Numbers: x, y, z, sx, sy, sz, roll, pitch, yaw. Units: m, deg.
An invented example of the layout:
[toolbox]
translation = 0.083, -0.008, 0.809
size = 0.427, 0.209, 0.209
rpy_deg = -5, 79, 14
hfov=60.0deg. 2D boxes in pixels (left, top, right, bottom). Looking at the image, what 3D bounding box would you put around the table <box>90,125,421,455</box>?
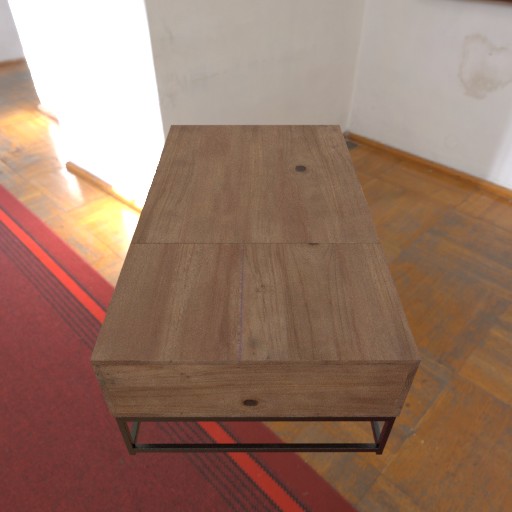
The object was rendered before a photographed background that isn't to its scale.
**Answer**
[table]
translation = 0.000, 0.000, 1.416
size = 0.655, 0.395, 1.101
rpy_deg = 0, 40, 0
